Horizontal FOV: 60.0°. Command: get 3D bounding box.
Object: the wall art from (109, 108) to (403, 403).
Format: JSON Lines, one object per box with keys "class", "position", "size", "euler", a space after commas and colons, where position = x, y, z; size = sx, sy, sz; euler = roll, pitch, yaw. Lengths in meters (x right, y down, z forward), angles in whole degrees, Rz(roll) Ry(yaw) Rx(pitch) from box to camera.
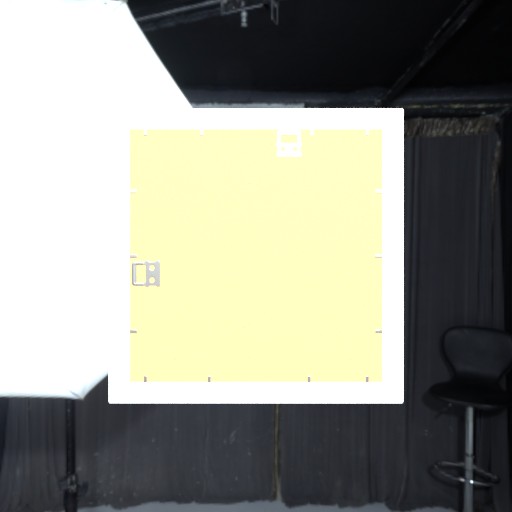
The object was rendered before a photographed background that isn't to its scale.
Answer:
{"class": "wall art", "position": [0.000, 0.000, 0.884], "size": [0.584, 0.584, 0.013], "euler": [0, 0, 0]}
